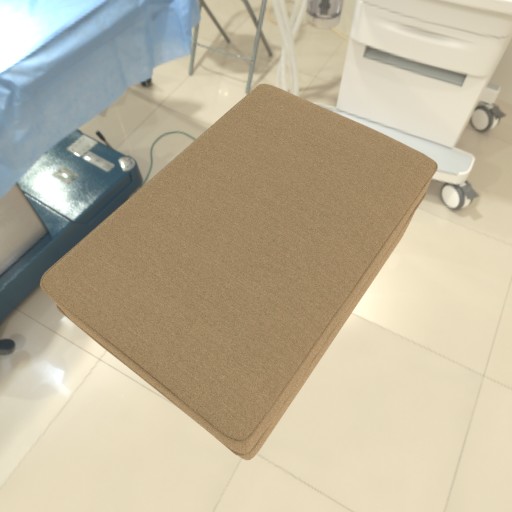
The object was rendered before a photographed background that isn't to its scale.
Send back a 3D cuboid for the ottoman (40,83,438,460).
[{"bbox_3d":[0.000,0.000,1.305,0.636,0.521,0.945,32,63,18],"label":"ottoman"}]
